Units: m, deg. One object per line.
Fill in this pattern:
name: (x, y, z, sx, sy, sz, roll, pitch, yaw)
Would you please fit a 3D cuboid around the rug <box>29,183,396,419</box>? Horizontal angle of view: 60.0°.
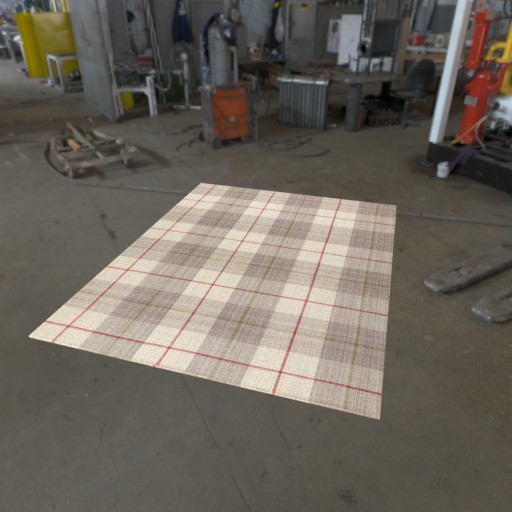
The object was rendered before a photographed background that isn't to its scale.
rug: (0.000, 0.000, 3.934, 2.317, 0.016, 2.959, 9, 32, 15)
